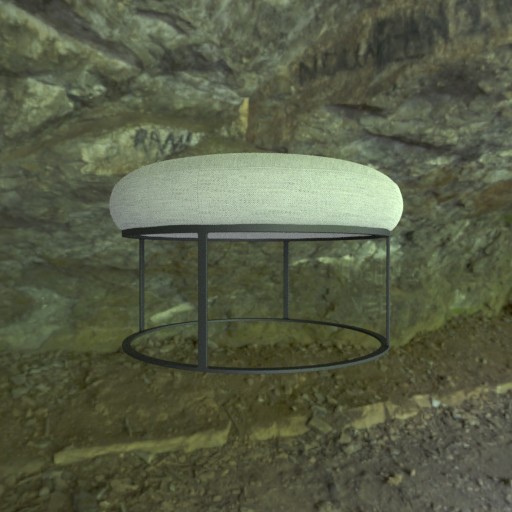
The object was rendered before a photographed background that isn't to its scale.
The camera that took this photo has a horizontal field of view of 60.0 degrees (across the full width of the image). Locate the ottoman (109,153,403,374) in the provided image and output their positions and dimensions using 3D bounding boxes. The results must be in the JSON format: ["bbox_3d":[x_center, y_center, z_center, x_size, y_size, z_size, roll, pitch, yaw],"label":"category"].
[{"bbox_3d":[0.000,0.000,1.221,0.769,0.459,0.769,0,0,0],"label":"ottoman"}]
